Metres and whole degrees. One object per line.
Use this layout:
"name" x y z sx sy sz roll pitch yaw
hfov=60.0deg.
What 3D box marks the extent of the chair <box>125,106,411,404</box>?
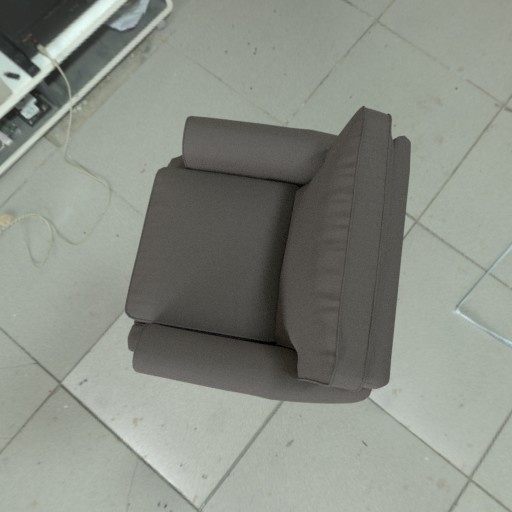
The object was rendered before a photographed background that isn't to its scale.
"chair" 0.000 0.000 1.735 0.966 0.967 1.029 9 76 2
